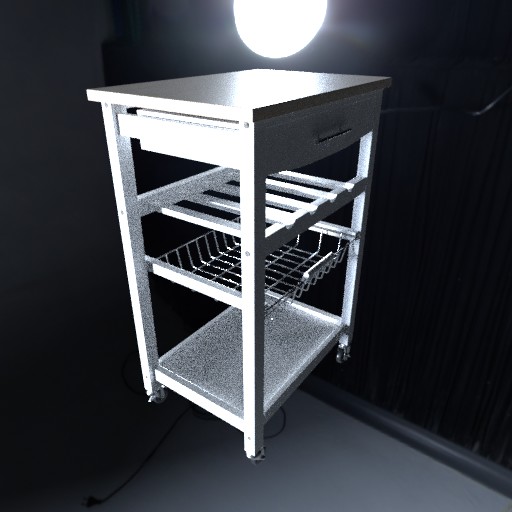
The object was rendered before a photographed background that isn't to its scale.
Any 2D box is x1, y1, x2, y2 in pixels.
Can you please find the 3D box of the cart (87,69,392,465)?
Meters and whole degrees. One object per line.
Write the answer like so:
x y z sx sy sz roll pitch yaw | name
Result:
0.000 0.000 1.171 0.406 0.857 0.578 18 32 31 | cart
